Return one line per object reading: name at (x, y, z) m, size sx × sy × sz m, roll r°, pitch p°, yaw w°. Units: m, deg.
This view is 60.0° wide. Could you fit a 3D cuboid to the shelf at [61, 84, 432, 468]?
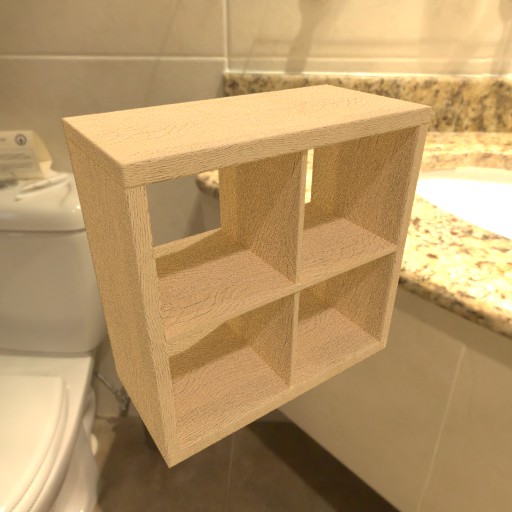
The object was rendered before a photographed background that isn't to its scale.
shelf at (0.000, 0.000, 1.244) m, size 0.790 × 0.786 × 0.390 m, roll -19°, pitch 35°, yaw -29°
